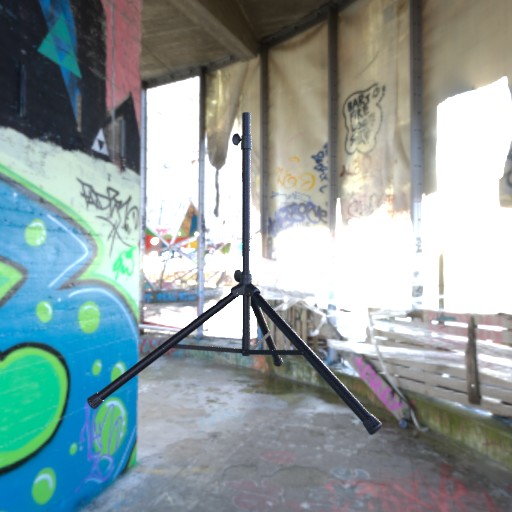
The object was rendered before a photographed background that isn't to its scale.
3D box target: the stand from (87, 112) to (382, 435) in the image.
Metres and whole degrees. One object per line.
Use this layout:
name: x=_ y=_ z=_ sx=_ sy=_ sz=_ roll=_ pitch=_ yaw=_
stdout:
stand: x=0.000 y=0.000 z=1.913 sx=1.045 sy=1.136 sz=0.907 roll=0 pitch=-1 yaw=16
